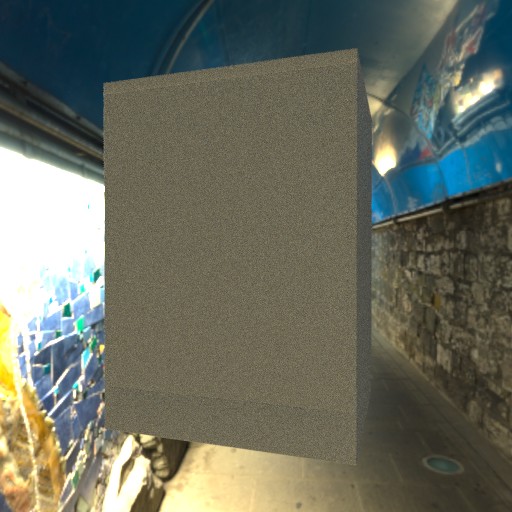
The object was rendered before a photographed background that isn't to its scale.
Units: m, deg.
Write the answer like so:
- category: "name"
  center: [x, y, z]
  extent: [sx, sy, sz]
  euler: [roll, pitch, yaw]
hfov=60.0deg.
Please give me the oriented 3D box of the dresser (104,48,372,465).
- category: "dresser"
  center: [0.000, 0.000, 0.826]
  extent: [0.400, 0.560, 0.360]
  euler: [0, 1, 18]
